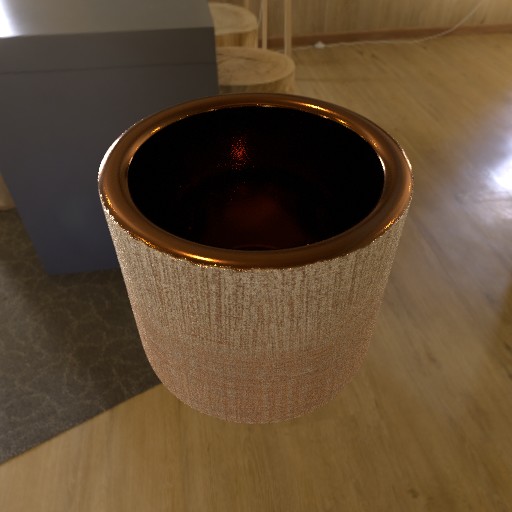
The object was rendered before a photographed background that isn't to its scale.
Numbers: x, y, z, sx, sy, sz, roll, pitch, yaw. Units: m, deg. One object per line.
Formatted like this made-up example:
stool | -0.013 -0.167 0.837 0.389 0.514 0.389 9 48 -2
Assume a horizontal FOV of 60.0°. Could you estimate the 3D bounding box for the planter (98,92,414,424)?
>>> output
planter | 0.000 0.000 0.305 0.177 0.157 0.177 0 45 0
